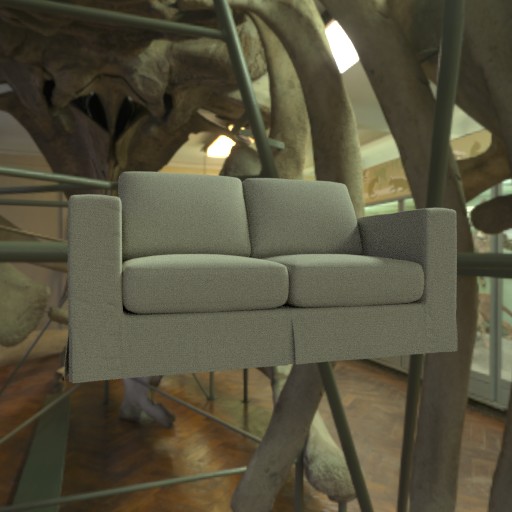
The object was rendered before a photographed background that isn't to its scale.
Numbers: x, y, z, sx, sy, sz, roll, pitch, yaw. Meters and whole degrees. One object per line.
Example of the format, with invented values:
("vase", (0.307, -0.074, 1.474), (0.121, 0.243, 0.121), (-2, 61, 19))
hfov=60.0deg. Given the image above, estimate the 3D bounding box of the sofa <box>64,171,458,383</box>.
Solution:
("sofa", (0.000, 0.000, 2.380), (1.813, 0.932, 1.009), (0, 0, -18))
